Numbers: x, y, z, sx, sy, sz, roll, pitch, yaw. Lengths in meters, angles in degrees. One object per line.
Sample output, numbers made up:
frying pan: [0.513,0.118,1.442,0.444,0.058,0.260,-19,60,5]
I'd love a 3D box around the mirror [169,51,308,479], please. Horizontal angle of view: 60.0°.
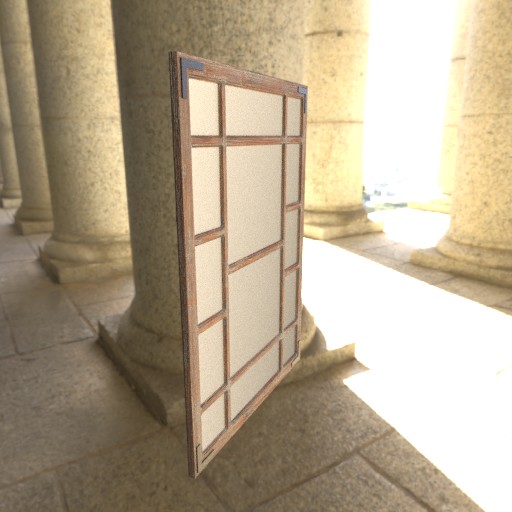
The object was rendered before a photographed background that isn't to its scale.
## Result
mirror: [0.000,0.000,1.295,0.025,0.996,0.705,8,17,26]
